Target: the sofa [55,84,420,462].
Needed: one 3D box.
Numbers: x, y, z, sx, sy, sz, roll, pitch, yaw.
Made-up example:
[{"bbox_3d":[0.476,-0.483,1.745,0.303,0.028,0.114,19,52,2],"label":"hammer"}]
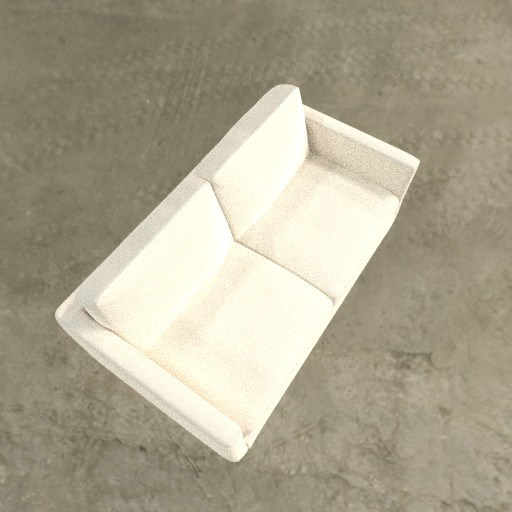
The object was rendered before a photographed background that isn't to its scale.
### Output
[{"bbox_3d":[0.000,0.000,2.279,0.964,0.888,1.702,31,65,16],"label":"sofa"}]
